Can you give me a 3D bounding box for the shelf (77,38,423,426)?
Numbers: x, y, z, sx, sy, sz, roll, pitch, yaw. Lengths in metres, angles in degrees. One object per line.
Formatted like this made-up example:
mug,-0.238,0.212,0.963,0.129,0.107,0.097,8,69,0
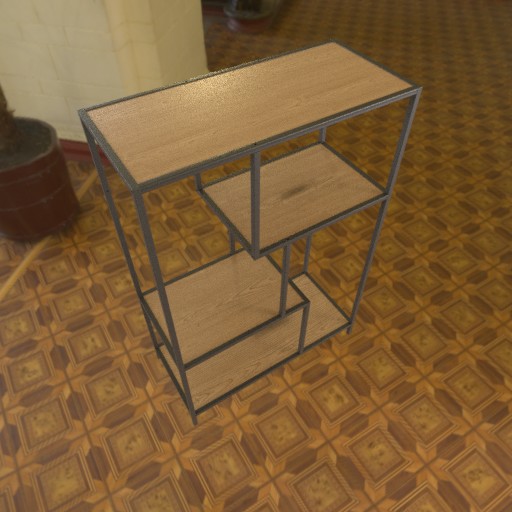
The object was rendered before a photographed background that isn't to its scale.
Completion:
shelf,0.000,0.000,1.495,0.770,1.138,0.350,-25,52,-21
